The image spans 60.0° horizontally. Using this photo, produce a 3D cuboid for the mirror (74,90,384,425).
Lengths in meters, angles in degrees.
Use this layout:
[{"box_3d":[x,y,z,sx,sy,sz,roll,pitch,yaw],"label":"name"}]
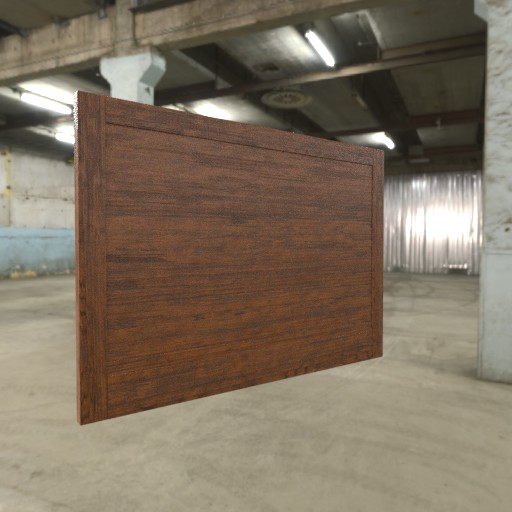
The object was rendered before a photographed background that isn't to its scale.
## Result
[{"box_3d":[0.000,0.000,0.963,0.758,0.537,0.084,-1,2,-36],"label":"mirror"}]
